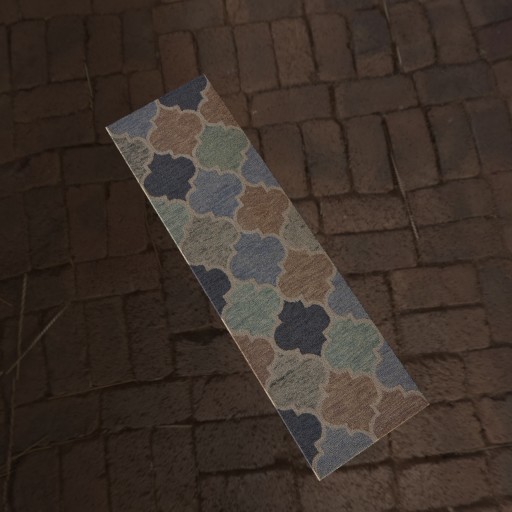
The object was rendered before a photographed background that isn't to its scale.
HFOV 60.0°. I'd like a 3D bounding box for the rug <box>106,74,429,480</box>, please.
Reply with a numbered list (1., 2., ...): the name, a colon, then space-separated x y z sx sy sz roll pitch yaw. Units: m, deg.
1. rug: 0.000 0.000 2.468 0.687 0.011 2.287 -31 79 -7
